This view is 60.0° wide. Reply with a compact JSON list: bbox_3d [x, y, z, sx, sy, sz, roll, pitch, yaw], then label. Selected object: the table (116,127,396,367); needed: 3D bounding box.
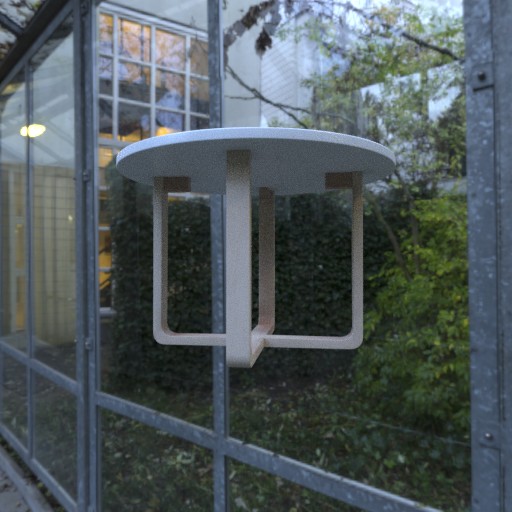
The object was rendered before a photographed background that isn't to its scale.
[{"bbox_3d":[0.000,0.000,0.996,0.600,0.400,0.600,0,-1,0],"label":"table"}]
